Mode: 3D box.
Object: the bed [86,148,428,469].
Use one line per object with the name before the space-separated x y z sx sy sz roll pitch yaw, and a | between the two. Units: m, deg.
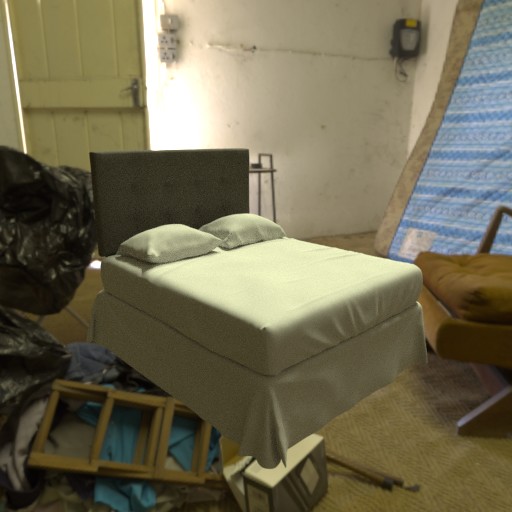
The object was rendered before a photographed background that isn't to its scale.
bed | 0.000 0.000 3.437 1.936 1.577 2.222 -14 20 -42
